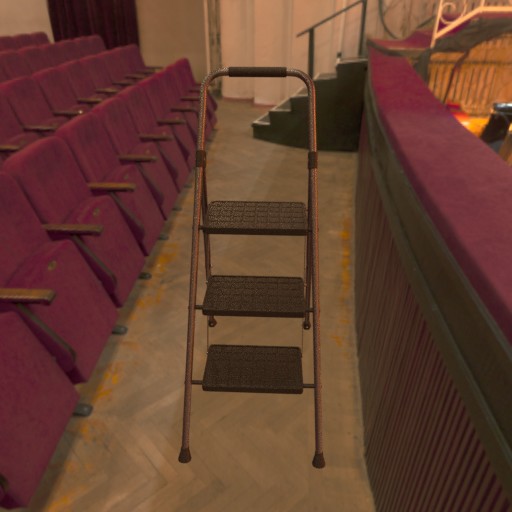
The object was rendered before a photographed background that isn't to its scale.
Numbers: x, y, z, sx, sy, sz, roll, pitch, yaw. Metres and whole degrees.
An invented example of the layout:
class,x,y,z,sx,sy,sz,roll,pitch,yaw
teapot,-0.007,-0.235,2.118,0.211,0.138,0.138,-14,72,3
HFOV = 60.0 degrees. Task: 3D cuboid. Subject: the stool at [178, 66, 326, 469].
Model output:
class,x,y,z,sx,sy,sz,roll,pitch,yaw
stool,0.000,0.000,1.449,0.473,1.121,0.733,1,30,2
